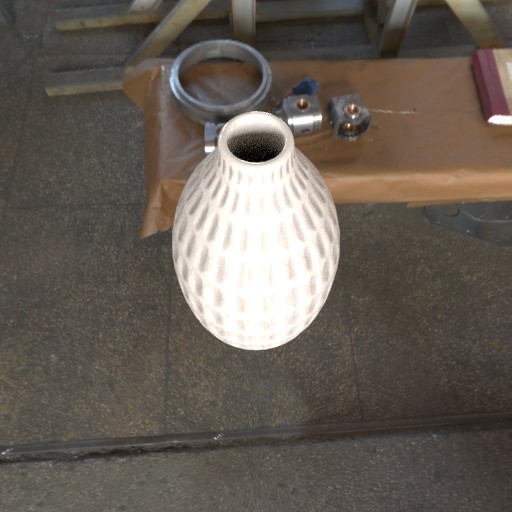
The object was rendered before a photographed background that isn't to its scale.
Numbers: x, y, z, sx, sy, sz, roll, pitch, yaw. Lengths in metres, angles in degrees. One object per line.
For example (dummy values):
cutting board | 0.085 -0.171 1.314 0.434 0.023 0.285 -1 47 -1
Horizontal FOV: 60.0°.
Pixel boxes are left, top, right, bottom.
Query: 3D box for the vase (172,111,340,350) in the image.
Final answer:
vase | 0.000 0.000 0.351 0.127 0.282 0.127 0 65 0
